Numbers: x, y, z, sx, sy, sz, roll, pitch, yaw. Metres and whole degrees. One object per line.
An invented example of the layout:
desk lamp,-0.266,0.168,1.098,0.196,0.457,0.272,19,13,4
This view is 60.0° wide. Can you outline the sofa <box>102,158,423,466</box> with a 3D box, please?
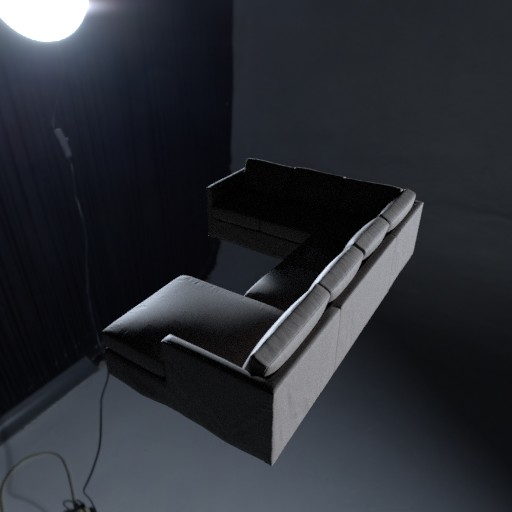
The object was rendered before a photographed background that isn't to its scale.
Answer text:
sofa,0.000,0.000,4.568,2.427,0.882,3.460,18,35,28
